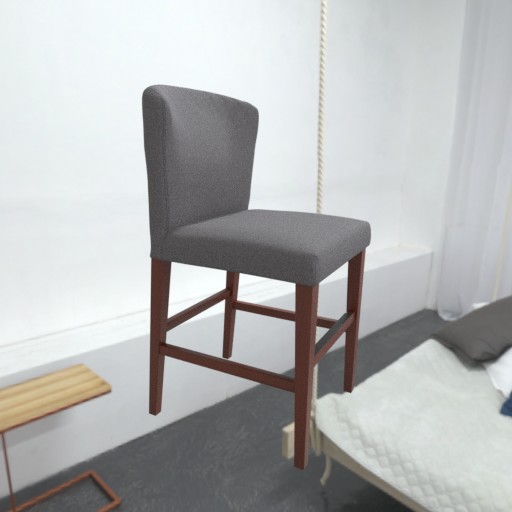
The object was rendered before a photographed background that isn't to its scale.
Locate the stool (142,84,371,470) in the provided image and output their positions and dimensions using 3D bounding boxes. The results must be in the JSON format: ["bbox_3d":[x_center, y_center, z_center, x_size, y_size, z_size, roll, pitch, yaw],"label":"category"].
[{"bbox_3d":[0.000,0.000,1.311,0.568,0.968,0.481,8,17,28],"label":"stool"}]
